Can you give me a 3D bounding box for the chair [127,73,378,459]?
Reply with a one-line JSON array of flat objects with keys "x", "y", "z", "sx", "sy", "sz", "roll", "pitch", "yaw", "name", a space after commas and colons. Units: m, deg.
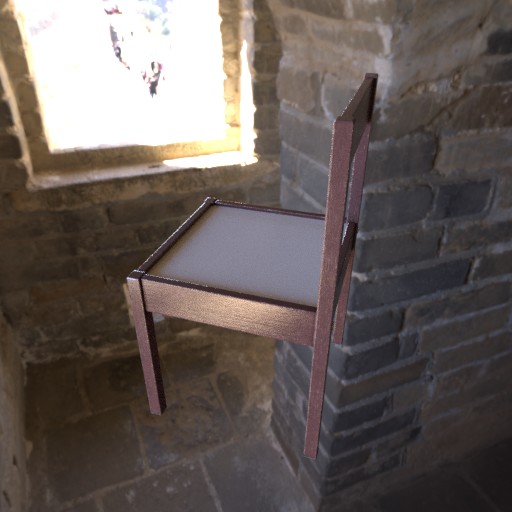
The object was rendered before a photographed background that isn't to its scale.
[{"x": 0.000, "y": 0.000, "z": 0.692, "sx": 0.285, "sy": 0.505, "sz": 0.285, "roll": 9, "pitch": 33, "yaw": 15, "name": "chair"}]
